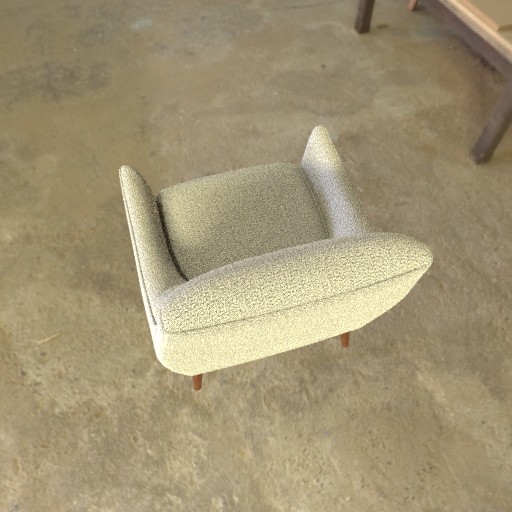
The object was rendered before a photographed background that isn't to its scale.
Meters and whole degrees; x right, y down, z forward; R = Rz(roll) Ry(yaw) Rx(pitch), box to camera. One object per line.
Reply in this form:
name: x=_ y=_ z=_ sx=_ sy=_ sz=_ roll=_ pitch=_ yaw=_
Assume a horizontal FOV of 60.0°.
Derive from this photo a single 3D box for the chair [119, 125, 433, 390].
chair: x=0.000 y=0.000 z=1.468 sx=0.762 sy=0.838 sz=0.787 roll=-14 pitch=57 yaw=-9
